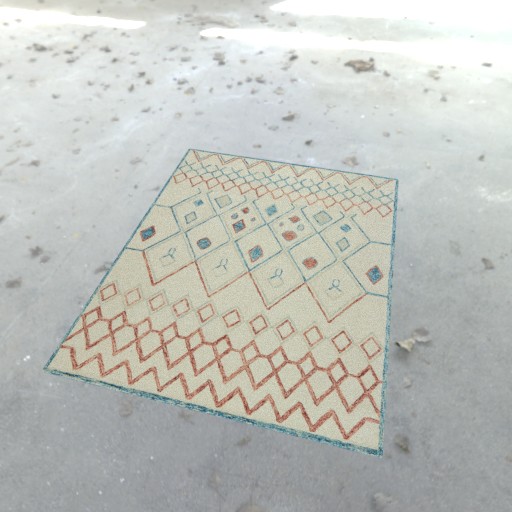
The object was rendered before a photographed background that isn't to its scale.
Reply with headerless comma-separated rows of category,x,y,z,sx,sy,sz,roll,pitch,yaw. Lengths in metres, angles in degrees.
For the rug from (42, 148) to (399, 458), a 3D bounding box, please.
rug,0.000,0.000,4.043,2.441,0.016,3.050,11,47,10
